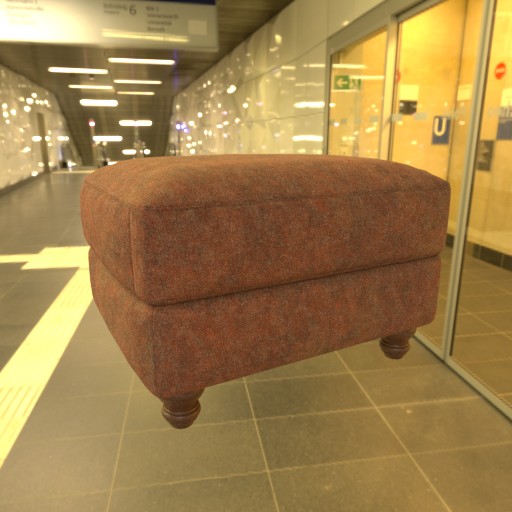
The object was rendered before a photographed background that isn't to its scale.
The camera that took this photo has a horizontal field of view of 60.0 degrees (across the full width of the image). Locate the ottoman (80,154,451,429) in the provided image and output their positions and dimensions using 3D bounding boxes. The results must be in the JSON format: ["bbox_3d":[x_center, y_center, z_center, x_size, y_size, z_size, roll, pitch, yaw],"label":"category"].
[{"bbox_3d":[0.000,0.000,1.139,0.787,0.508,0.635,-8,17,-28],"label":"ottoman"}]
